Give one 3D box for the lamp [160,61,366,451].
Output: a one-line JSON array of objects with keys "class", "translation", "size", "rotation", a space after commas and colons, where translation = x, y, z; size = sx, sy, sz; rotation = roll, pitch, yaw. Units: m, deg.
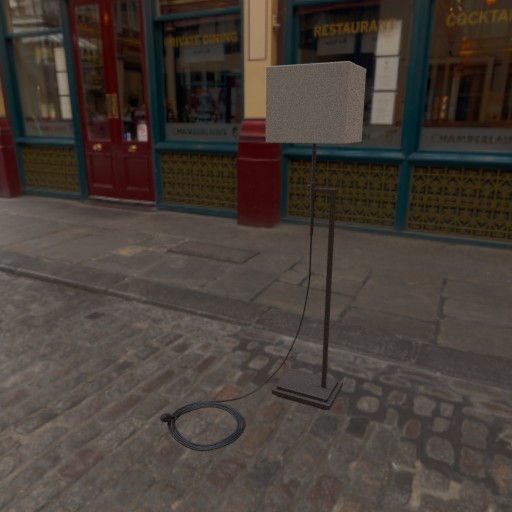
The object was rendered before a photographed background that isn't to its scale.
[{"class": "lamp", "translation": [0.000, 0.000, 1.992], "size": [0.698, 1.600, 0.774], "rotation": [8, 18, 25]}]
